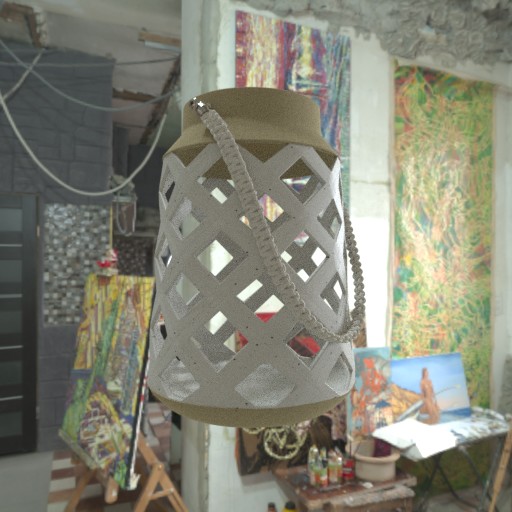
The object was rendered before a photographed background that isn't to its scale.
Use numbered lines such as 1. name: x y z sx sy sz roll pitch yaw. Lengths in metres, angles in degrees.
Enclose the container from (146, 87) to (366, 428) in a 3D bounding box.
1. container: 0.000 0.000 0.350 0.172 0.229 0.163 -1 -1 38
